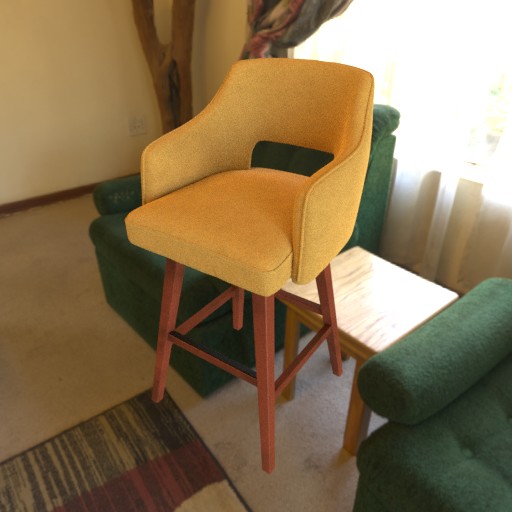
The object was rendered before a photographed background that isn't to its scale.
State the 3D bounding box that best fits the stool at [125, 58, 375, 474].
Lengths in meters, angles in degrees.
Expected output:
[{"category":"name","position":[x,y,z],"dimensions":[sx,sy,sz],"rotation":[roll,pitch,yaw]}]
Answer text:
[{"category":"stool","position":[0.000,0.000,1.301],"dimensions":[0.548,1.012,0.558],"rotation":[19,36,29]}]
